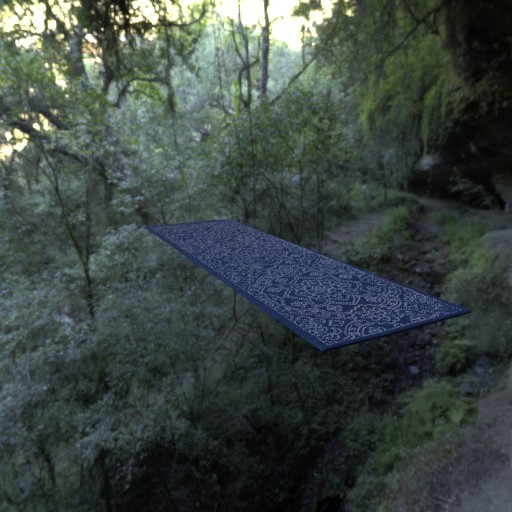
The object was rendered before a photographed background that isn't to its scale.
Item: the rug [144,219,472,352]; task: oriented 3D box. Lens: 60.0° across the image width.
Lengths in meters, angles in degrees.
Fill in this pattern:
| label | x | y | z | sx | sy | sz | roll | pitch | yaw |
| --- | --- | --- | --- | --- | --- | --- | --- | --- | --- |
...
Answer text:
| label | x | y | z | sx | sy | sz | roll | pitch | yaw |
| --- | --- | --- | --- | --- | --- | --- | --- | --- | --- |
| rug | 0.000 | 0.000 | 2.724 | 0.769 | 0.012 | 2.448 | -8 | 17 | -27 |
